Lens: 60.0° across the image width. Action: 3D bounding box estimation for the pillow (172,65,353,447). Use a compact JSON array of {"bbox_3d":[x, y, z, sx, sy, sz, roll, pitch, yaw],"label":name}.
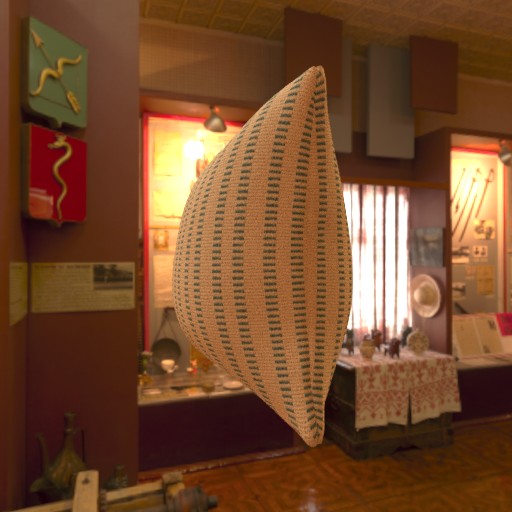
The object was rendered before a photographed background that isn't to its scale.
[{"bbox_3d":[0.000,0.000,0.686,0.247,0.419,0.438,0,0,-18],"label":"pillow"}]
